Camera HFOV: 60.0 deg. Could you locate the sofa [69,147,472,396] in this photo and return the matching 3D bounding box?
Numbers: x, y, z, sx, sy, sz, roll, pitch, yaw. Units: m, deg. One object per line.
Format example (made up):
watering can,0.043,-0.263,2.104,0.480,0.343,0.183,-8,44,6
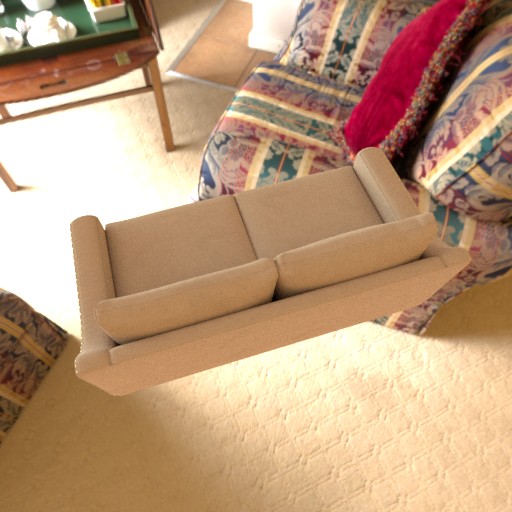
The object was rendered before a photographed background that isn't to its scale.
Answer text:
sofa,0.000,0.000,2.578,1.967,0.901,1.030,-15,60,-9
